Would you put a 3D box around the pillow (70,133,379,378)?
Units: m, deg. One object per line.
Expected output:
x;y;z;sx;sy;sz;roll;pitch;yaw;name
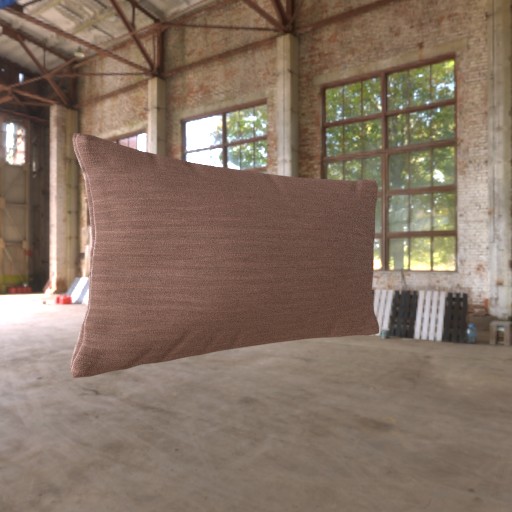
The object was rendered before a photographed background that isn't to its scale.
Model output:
0.000;0.000;0.795;0.633;0.338;0.210;0;0;-35;pillow
